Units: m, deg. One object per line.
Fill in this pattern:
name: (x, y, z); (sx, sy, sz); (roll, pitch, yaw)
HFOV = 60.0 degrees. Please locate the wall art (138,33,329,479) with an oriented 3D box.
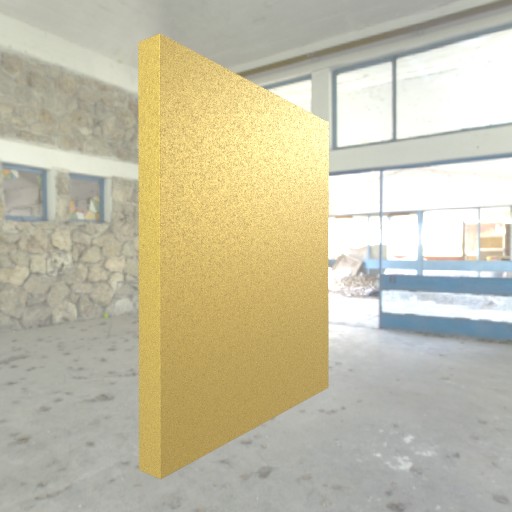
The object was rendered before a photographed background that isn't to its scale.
wall art: (0.000, 0.000, 0.868); (0.048, 0.642, 0.537); (0, 1, 36)
